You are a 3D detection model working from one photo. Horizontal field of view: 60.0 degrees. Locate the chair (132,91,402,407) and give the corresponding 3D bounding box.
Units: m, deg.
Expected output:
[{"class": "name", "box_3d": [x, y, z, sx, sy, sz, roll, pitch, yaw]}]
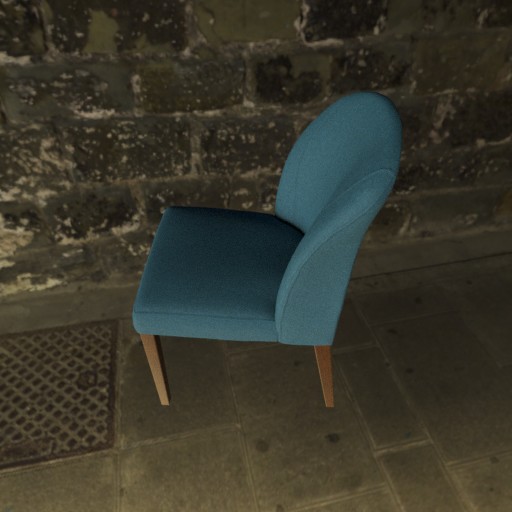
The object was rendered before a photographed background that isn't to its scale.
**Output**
[{"class": "chair", "box_3d": [0.000, 0.000, 1.266, 0.620, 0.879, 0.507, 1, 41, 1]}]
